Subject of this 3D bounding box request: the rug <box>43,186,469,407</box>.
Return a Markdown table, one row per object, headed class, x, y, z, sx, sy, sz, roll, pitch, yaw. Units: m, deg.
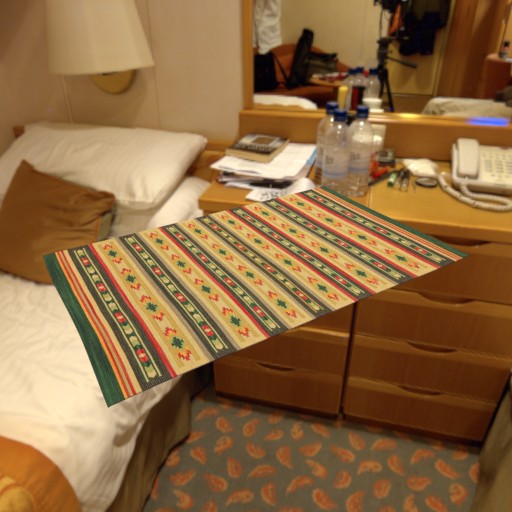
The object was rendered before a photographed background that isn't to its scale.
| class | x | y | z | sx | sy | sz | roll | pitch | yaw |
| --- | --- | --- | --- | --- | --- | --- | --- | --- | --- |
| rug | 0.000 | 0.000 | 2.985 | 2.447 | 0.011 | 1.520 | -17 | 34 | -27 |
